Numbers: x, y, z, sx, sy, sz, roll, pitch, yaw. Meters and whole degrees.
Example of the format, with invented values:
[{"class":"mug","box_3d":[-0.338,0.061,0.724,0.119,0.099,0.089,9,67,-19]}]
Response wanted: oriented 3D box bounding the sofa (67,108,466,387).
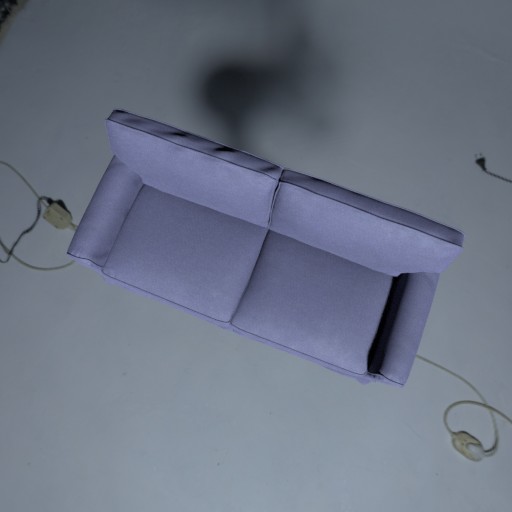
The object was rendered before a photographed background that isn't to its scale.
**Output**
[{"class":"sofa","box_3d":[0.000,0.000,2.883,2.256,1.094,0.983,21,77,5]}]
